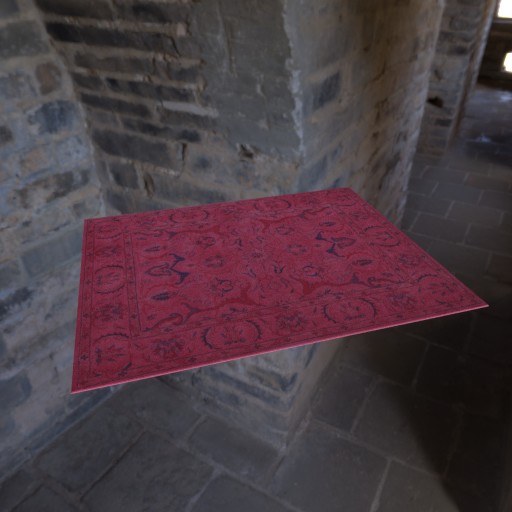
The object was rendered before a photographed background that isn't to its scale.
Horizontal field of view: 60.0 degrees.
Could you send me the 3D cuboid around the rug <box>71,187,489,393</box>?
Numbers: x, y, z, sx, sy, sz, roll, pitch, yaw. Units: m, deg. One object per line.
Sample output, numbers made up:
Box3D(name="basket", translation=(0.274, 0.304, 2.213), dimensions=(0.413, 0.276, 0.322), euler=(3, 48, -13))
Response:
Box3D(name="rug", translation=(0.000, 0.000, 3.875), dimensions=(2.929, 0.012, 2.300), euler=(-9, 33, -14))
